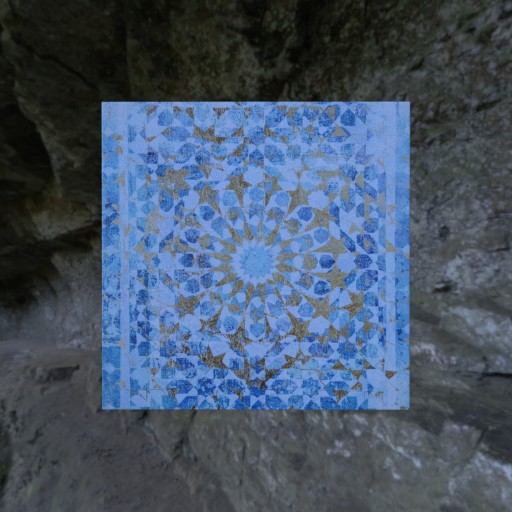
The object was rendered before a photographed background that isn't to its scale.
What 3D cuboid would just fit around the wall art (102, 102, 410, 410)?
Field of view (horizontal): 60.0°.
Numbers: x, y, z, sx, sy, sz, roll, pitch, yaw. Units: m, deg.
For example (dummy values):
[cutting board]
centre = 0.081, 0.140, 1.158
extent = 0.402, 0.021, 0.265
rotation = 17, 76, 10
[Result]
[wall art]
centre = 0.000, 0.000, 0.601
extent = 0.405, 0.405, 0.037
rotation = 0, 0, 0
